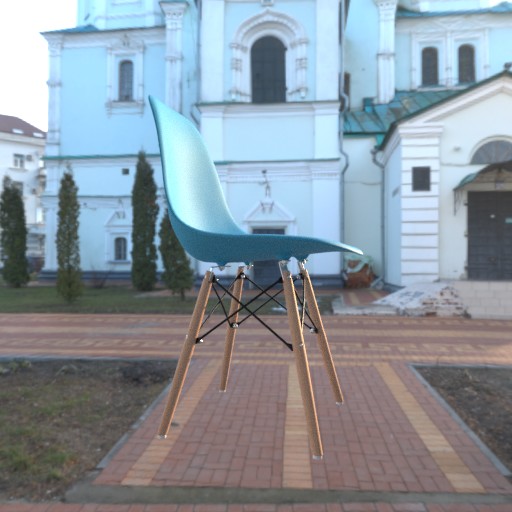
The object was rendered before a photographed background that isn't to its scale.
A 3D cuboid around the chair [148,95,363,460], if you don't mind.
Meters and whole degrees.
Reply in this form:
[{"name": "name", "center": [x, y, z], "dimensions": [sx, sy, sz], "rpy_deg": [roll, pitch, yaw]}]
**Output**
[{"name": "chair", "center": [0.000, 0.000, 1.131], "dimensions": [0.531, 0.826, 0.470], "rpy_deg": [0, -1, 18]}]
